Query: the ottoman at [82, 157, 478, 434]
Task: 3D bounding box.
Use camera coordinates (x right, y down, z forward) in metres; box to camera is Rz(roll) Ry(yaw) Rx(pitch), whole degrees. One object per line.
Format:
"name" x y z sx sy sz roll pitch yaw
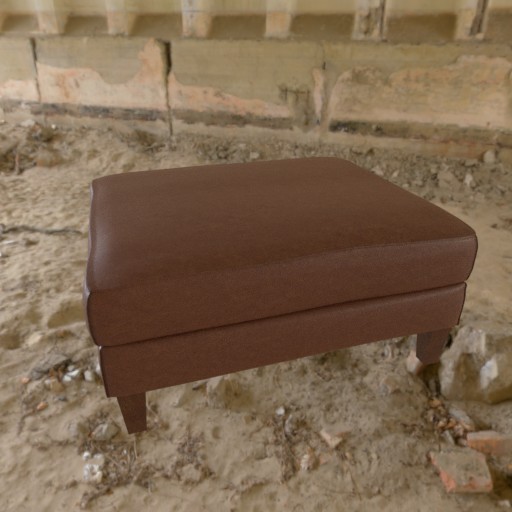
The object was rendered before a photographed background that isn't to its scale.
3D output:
"ottoman" 0.000 0.000 1.429 0.987 0.472 0.836 -8 28 -15
